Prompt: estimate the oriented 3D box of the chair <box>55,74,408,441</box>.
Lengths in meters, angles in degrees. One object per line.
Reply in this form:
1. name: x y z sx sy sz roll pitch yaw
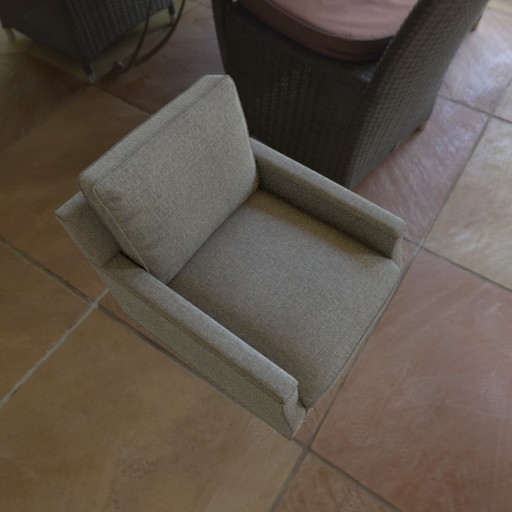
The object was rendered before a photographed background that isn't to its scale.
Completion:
1. chair: 0.000 0.000 1.727 1.014 0.943 0.853 32 64 18
